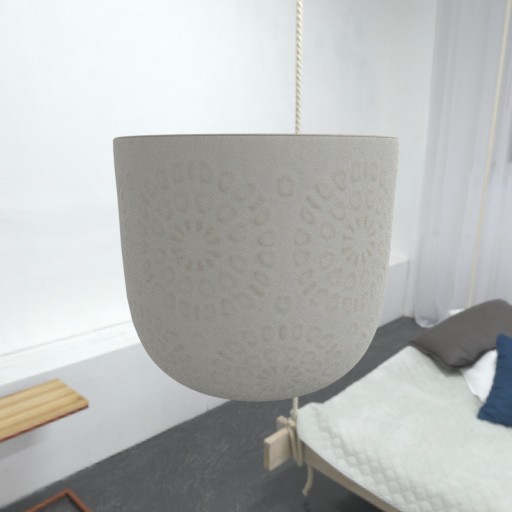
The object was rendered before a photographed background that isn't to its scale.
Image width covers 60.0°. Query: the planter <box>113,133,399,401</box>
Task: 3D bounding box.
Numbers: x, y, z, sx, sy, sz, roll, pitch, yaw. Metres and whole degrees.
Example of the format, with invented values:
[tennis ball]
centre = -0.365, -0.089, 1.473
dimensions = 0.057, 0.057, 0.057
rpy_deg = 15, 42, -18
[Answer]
[planter]
centre = 0.000, 0.000, 0.214
dimensions = 0.124, 0.109, 0.124
rpy_deg = 0, 13, 0
